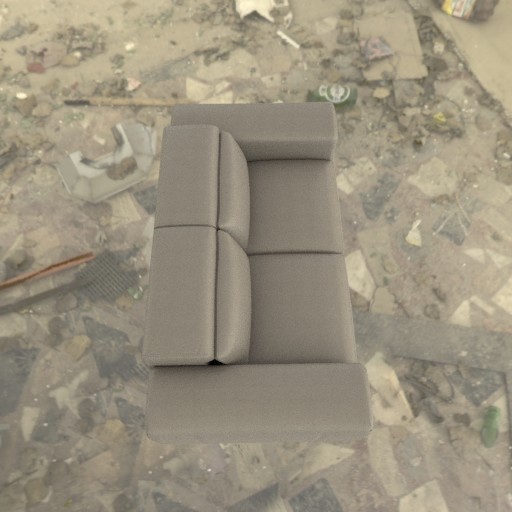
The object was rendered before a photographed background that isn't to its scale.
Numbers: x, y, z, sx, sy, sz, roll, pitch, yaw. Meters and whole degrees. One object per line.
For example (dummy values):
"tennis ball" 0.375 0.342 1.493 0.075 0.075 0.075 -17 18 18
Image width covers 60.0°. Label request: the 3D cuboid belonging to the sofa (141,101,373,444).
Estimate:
"sofa" 0.000 0.000 2.502 1.024 0.753 1.930 -1 64 0
